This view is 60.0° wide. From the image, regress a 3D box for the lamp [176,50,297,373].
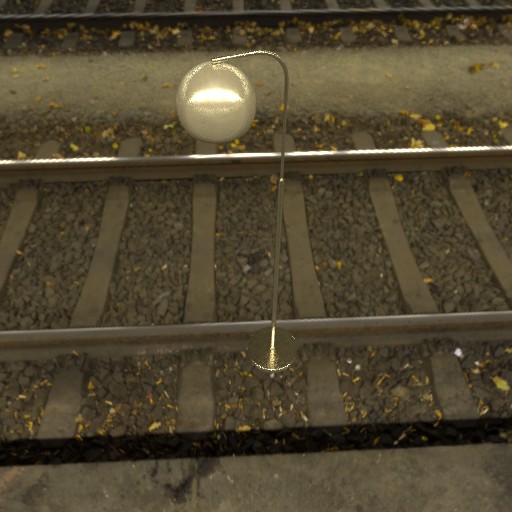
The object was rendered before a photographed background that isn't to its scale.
[{"bbox_3d":[0.000,0.000,1.662,0.431,1.526,0.250,-18,51,-16],"label":"lamp"}]
